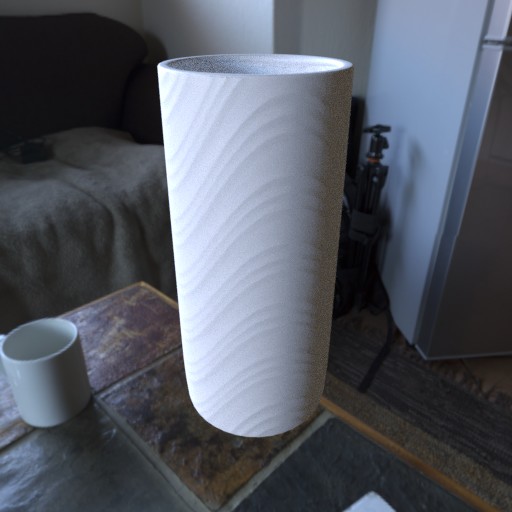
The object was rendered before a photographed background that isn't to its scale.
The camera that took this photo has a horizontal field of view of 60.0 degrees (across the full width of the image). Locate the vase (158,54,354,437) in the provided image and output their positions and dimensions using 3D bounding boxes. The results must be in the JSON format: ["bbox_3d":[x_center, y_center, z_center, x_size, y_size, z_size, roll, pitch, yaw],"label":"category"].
[{"bbox_3d":[0.000,0.000,0.392,0.143,0.316,0.143,0,29,0],"label":"vase"}]
